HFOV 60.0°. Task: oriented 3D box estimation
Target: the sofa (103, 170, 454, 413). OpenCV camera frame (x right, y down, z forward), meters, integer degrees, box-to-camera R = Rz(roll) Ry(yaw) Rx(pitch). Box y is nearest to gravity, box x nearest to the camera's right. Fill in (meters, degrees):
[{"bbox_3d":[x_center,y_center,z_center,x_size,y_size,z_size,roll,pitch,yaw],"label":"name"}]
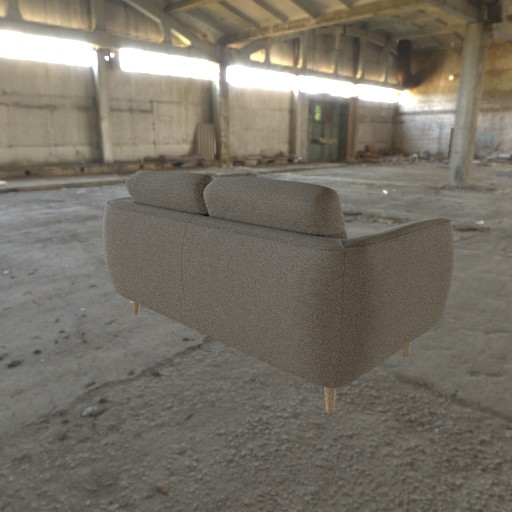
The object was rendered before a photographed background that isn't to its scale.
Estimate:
[{"bbox_3d":[0.000,0.000,2.265,1.700,0.850,0.920,14,20,43],"label":"sofa"}]
